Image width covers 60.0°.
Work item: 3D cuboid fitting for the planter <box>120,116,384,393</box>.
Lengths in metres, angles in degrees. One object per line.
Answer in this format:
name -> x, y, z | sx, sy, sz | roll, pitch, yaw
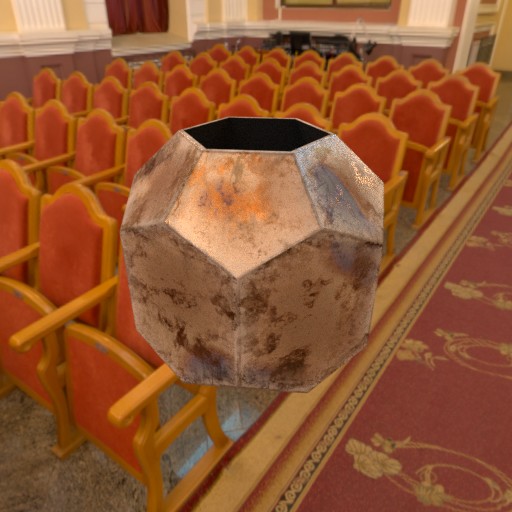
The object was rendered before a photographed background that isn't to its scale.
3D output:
planter -> 0.000, 0.000, 0.429 | 0.243, 0.238, 0.221 | 20, 35, 31
